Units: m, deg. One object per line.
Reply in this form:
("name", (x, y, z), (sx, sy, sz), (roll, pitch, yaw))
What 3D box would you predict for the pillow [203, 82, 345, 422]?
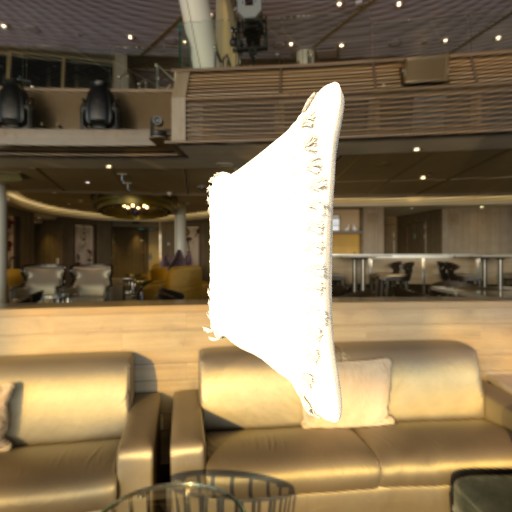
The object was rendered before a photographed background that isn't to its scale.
("pillow", (0.000, 0.000, 0.599), (0.084, 0.305, 0.466), (0, 0, -18))
